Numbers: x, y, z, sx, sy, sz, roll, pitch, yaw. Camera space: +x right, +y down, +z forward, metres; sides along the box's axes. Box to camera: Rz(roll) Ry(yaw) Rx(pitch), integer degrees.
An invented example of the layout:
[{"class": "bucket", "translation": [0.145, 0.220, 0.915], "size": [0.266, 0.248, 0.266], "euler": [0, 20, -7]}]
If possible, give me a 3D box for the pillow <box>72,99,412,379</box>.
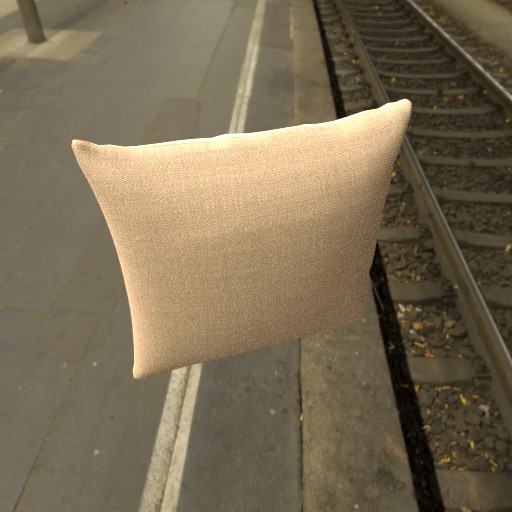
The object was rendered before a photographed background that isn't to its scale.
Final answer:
[{"class": "pillow", "translation": [0.000, 0.000, 0.797], "size": [0.521, 0.519, 0.215], "euler": [-12, 42, -14]}]
